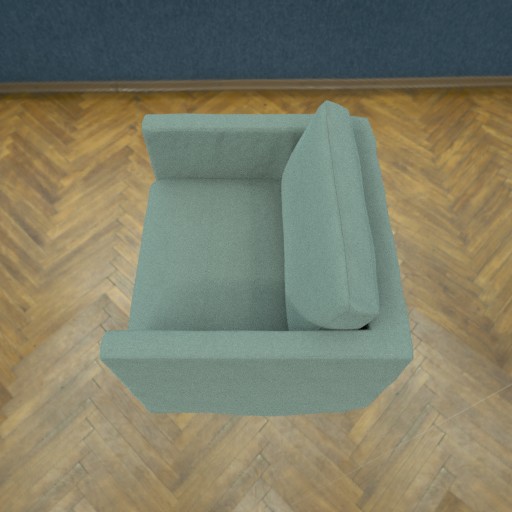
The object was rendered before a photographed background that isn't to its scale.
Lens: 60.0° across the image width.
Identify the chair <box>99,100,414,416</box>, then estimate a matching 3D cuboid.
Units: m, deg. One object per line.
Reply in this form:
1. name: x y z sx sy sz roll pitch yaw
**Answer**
1. chair: 0.000 0.000 1.767 0.949 0.863 1.057 0 59 0
